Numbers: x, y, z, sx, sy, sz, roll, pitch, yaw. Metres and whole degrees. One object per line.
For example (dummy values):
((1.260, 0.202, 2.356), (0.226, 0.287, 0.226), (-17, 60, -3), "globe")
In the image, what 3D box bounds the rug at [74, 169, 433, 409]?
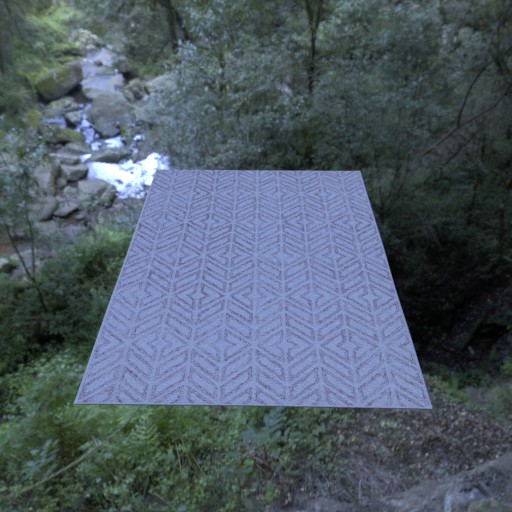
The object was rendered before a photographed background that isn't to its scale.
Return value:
((0.000, 0.000, 4.118), (2.421, 0.008, 3.045), (1, 42, 1), "rug")
